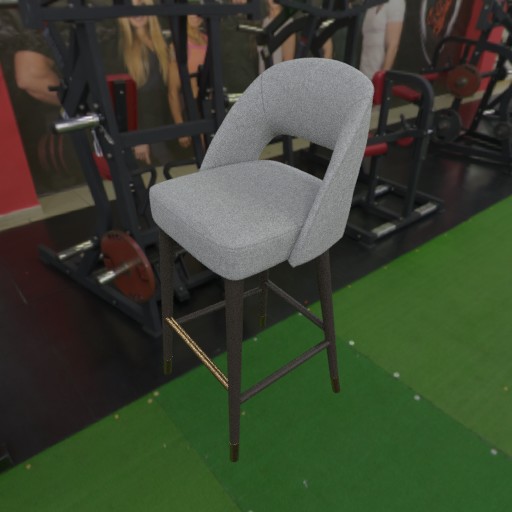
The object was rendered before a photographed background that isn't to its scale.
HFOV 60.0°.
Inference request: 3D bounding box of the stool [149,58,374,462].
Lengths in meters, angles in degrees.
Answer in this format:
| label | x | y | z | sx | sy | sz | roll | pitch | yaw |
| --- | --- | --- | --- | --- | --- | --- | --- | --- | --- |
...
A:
| label | x | y | z | sx | sy | sz | roll | pitch | yaw |
| --- | --- | --- | --- | --- | --- | --- | --- | --- | --- |
| stool | 0.000 | 0.000 | 1.316 | 0.509 | 1.037 | 0.494 | -22 | 38 | -30 |
